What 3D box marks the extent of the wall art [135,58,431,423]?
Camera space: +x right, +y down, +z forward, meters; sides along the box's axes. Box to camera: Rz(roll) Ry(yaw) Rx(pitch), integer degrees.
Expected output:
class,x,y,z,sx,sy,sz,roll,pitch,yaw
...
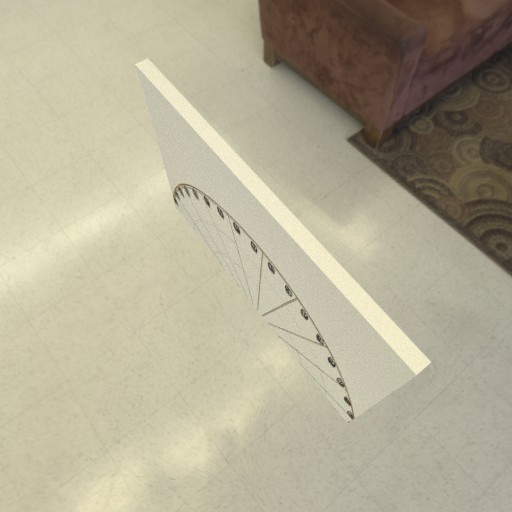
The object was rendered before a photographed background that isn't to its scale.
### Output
class,x,y,z,sx,sy,sz,roll,pitch,yaw
wall art,0.000,0.000,1.141,0.038,0.601,0.898,-33,67,-16
